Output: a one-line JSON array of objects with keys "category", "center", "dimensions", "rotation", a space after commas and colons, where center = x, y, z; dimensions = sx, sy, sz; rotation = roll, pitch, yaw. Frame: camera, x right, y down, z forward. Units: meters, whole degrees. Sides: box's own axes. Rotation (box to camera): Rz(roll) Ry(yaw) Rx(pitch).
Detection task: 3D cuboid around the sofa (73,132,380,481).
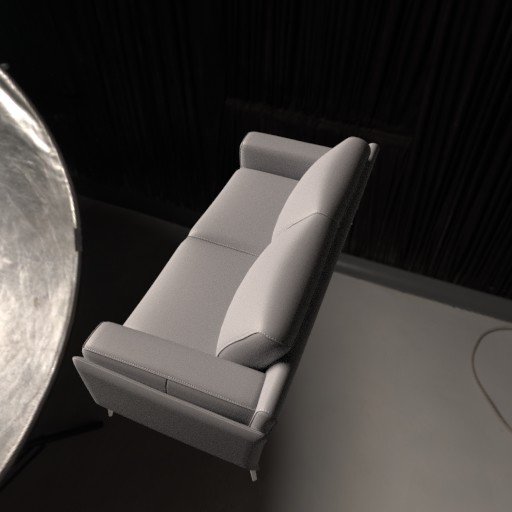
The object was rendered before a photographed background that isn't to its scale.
[{"category": "sofa", "center": [0.000, 0.000, 2.598], "dimensions": [0.969, 0.900, 2.100], "rotation": [16, 48, 15]}]
